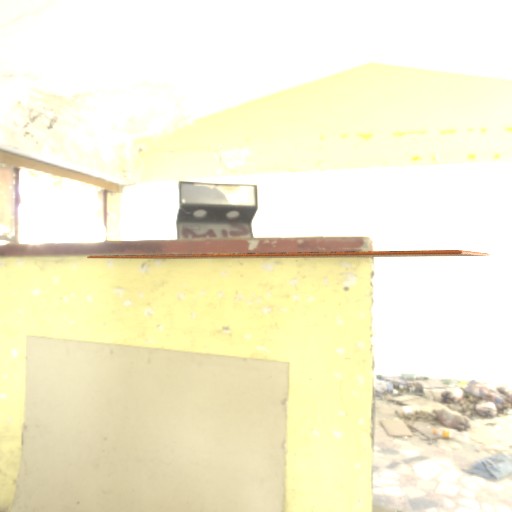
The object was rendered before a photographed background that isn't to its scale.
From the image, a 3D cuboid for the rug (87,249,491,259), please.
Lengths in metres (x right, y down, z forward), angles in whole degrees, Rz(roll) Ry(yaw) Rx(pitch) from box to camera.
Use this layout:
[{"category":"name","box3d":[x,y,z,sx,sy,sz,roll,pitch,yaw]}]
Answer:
[{"category":"rug","box3d":[0.000,0.000,2.497,2.274,0.016,0.651,-1,-1,36]}]
